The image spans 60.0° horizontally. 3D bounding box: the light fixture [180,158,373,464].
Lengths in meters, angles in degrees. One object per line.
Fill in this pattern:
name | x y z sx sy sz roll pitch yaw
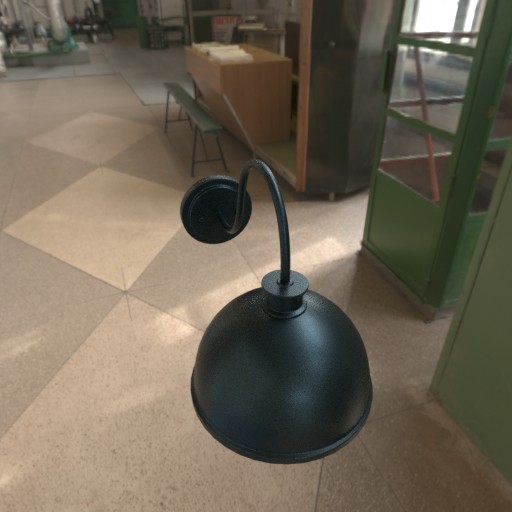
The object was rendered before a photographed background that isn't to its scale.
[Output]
light fixture | 0.000 0.000 0.635 0.253 0.295 0.467 -11 34 -16
